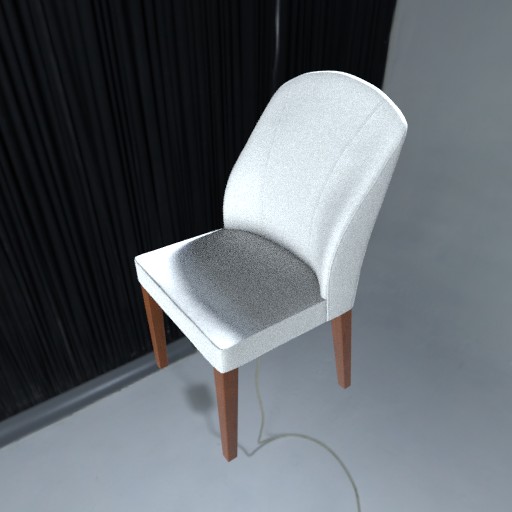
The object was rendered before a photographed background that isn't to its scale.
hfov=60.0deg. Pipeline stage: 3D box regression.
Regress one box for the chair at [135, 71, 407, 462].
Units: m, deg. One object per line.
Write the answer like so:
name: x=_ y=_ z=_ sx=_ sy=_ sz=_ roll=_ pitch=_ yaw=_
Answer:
chair: x=0.000 y=0.000 z=1.212 sx=0.540 sy=0.893 sz=0.472 roll=-21 pitch=37 yaw=-30
